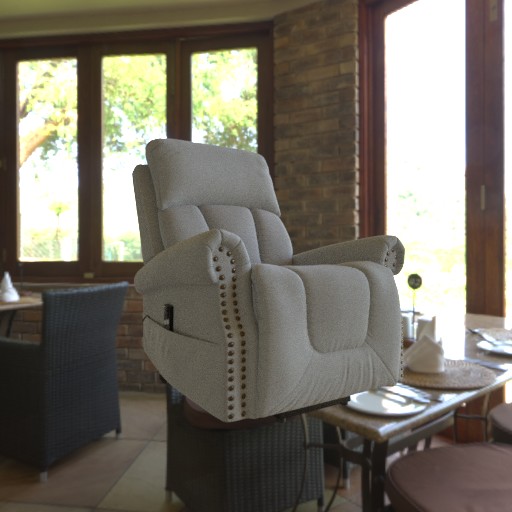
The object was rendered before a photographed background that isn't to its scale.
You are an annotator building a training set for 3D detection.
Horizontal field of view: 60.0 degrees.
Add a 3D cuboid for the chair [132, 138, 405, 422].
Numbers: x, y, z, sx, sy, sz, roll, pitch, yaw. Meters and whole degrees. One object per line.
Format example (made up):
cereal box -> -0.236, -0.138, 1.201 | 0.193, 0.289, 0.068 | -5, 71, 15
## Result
chair -> 0.000, 0.000, 1.748 | 0.871, 1.031, 0.979 | 0, 0, -34
